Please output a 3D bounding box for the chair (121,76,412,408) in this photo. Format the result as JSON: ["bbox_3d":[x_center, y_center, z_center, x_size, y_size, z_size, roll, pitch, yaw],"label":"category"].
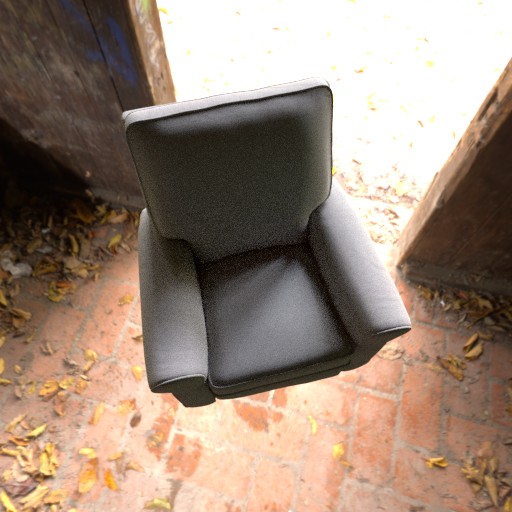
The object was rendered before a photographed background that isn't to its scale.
[{"bbox_3d":[0.000,0.000,1.654,0.890,0.960,0.878,-12,64,-6],"label":"chair"}]
